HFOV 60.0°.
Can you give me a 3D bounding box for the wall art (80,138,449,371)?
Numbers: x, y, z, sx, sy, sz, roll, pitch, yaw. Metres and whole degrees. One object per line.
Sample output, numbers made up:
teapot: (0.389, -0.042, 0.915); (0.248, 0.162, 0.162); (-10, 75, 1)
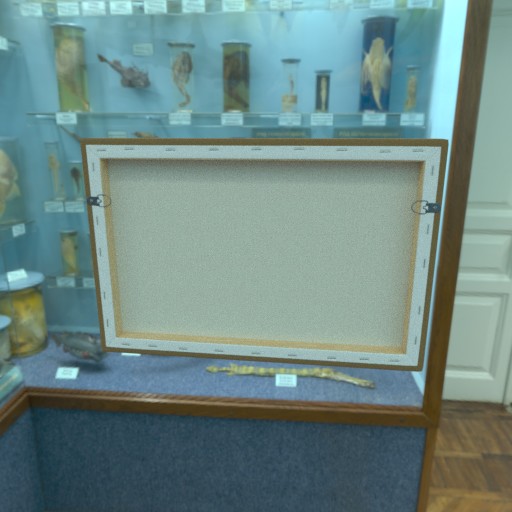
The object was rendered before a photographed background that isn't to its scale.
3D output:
wall art: (0.000, 0.000, 0.494); (0.380, 0.254, 0.019); (2, 16, 7)
